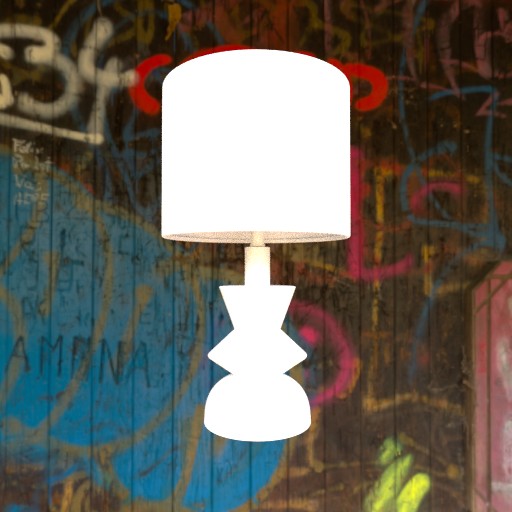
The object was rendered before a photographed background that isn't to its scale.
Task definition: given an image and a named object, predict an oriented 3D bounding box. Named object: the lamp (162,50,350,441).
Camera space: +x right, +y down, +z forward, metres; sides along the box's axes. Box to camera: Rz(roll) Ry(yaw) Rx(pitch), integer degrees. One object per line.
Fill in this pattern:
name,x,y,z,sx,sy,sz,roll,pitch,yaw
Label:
lamp,0.000,0.000,0.723,0.301,0.533,0.301,1,-2,-36
